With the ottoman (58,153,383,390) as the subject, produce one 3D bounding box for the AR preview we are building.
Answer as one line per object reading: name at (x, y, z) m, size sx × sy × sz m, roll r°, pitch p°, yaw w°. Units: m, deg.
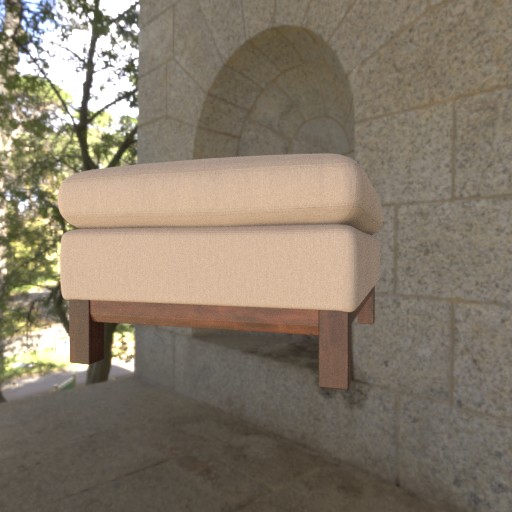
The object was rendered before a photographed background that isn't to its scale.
ottoman at (0.000, 0.000, 1.131) m, size 0.606 × 0.420 × 0.771 m, roll 0°, pitch 1°, yaw 18°
